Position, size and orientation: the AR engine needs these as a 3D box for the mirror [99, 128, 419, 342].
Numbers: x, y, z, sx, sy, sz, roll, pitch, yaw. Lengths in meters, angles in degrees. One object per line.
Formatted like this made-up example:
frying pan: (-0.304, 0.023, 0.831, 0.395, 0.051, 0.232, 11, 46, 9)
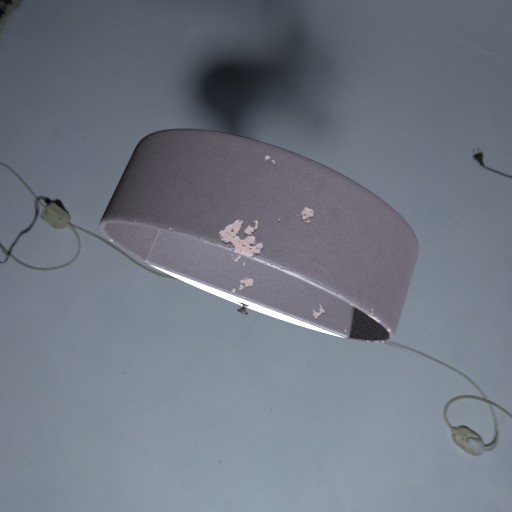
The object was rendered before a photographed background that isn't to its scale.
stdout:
mirror: (0.000, 0.000, 0.582, 0.386, 0.386, 0.126, 20, 77, 5)
